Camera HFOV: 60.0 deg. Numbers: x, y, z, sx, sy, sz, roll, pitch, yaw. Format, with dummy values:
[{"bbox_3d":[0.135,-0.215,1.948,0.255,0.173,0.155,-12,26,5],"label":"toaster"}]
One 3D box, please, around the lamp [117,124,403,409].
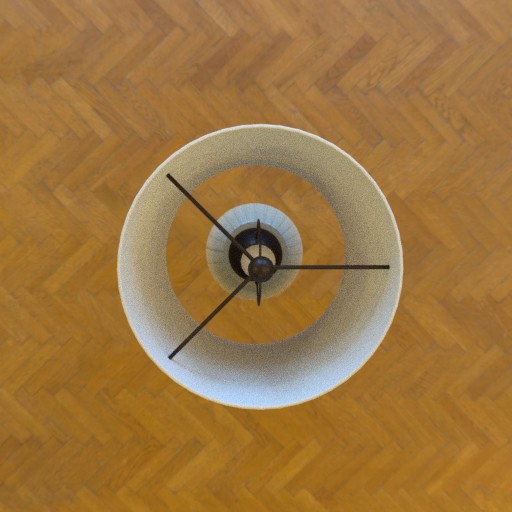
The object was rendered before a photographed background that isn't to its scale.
[{"bbox_3d":[0.000,0.000,0.777,0.329,0.570,0.329,0,93,-1],"label":"lamp"}]
